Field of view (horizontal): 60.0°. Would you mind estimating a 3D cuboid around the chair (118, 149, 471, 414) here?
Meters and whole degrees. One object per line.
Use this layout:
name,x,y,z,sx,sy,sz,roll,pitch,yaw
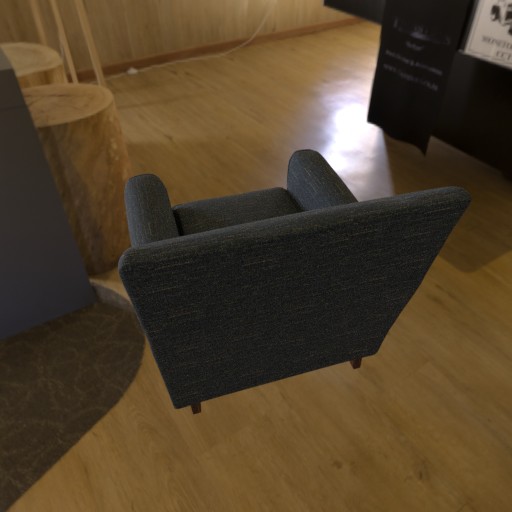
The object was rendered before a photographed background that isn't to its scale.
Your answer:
chair,0.000,0.000,1.608,0.864,0.928,0.873,-12,44,-13
